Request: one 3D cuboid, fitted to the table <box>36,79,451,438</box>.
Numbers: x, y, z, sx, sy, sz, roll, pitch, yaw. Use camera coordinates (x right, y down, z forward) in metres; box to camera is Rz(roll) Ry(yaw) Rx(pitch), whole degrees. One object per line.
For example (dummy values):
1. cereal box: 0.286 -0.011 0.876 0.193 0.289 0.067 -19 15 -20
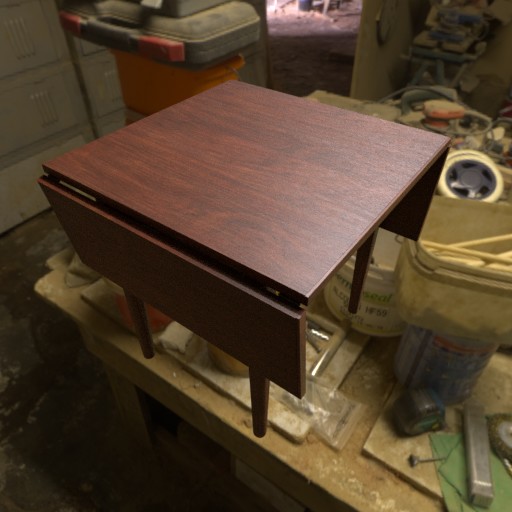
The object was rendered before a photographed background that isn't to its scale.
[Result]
1. table: 0.000 0.000 1.459 0.812 0.763 0.843 26 47 27
